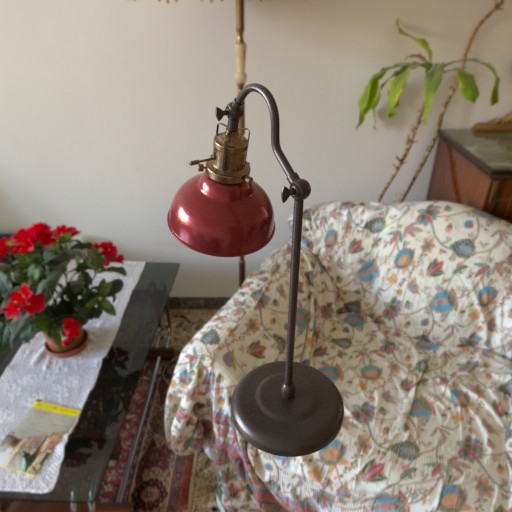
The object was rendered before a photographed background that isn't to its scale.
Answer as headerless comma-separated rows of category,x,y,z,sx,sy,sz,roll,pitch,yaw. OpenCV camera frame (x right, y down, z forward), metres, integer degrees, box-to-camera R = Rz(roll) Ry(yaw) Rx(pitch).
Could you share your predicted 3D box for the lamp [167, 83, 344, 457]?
lamp,0.000,0.000,0.691,0.192,0.508,0.374,-20,36,-30
